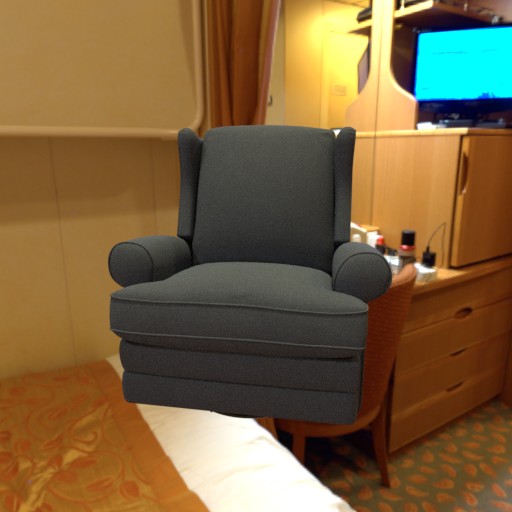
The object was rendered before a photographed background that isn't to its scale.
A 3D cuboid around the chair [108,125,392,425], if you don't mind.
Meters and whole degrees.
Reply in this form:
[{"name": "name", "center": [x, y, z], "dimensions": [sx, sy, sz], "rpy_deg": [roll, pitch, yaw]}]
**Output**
[{"name": "chair", "center": [0.000, 0.000, 1.743], "dimensions": [0.971, 1.020, 0.877], "rpy_deg": [2, 14, 10]}]
